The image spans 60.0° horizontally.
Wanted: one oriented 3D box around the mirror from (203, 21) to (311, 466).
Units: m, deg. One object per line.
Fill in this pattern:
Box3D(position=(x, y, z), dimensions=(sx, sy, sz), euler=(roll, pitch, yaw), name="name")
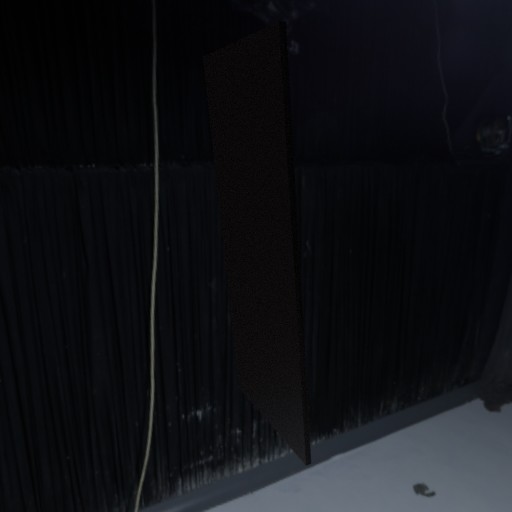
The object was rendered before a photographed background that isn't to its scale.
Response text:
Box3D(position=(0.000, 0.000, 2.298), dimensions=(0.221, 2.020, 0.812), euler=(-7, 16, -26), name="mirror")
